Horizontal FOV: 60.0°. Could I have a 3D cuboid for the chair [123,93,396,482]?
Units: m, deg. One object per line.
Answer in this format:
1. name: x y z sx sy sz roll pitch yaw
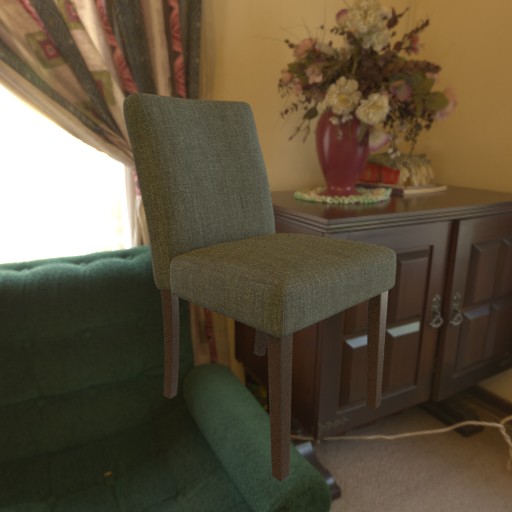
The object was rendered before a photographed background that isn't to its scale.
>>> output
1. chair: 0.000 0.000 1.259 0.487 0.884 0.629 -14 20 -43
